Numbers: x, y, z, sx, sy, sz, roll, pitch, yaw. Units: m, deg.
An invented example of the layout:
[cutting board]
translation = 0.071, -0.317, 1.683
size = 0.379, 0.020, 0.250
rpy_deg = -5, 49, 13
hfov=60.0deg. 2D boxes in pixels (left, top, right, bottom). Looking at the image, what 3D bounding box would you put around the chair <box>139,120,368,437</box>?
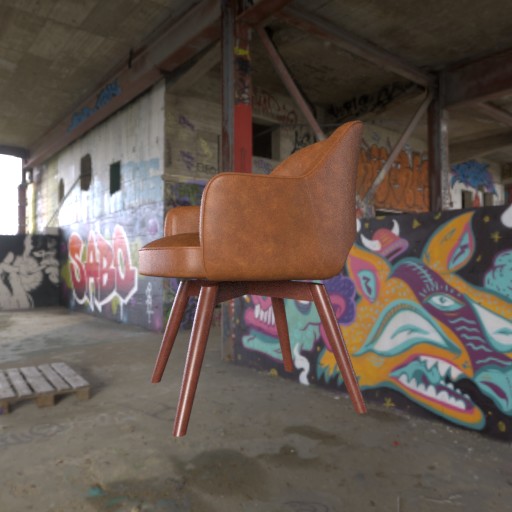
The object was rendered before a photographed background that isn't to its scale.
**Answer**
[chair]
translation = 0.000, 0.000, 1.250
size = 0.640, 0.777, 0.591
rpy_deg = 0, -1, -19
